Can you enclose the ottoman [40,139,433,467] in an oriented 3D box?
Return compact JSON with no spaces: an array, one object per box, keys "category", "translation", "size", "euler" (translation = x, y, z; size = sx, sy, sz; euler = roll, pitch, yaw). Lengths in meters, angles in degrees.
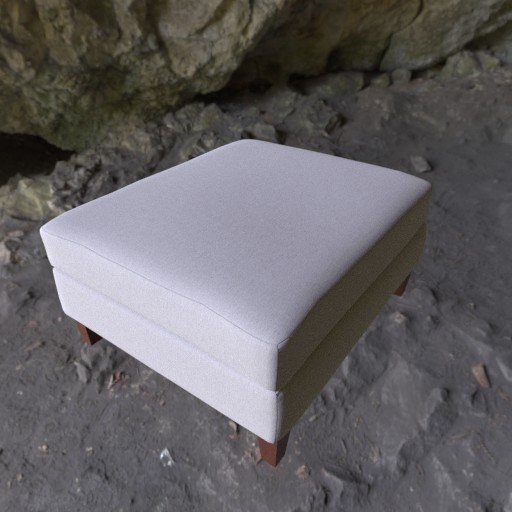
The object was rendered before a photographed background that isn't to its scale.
[{"category":"ottoman","translation":[0.000,0.000,1.457],"size":[0.836,0.492,0.976],"euler":[21,38,30]}]
